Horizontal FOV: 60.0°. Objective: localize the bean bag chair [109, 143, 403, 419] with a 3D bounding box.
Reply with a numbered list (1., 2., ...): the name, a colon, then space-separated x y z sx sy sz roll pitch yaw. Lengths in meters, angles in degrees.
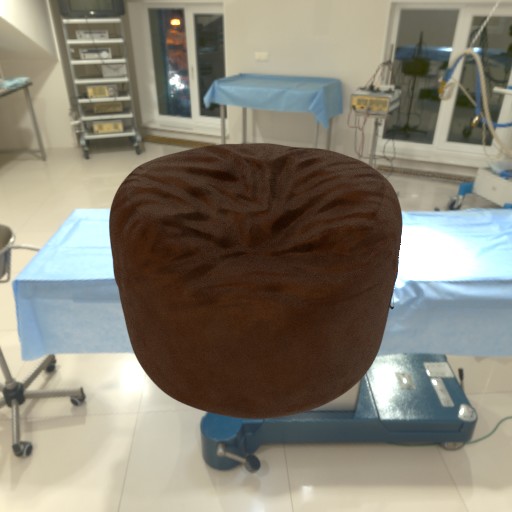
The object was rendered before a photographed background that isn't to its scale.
1. bean bag chair: 0.000 0.000 1.499 0.918 0.616 0.918 0 30 0
